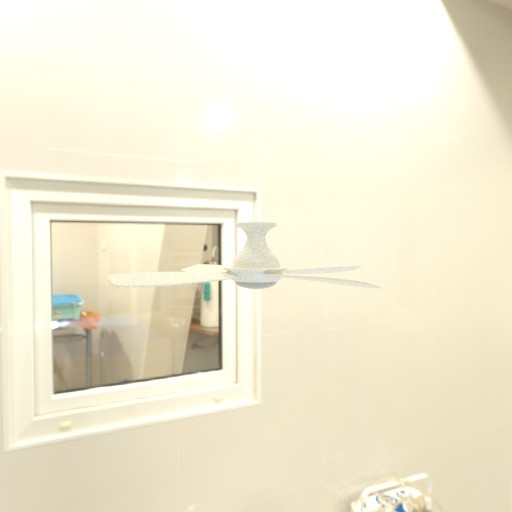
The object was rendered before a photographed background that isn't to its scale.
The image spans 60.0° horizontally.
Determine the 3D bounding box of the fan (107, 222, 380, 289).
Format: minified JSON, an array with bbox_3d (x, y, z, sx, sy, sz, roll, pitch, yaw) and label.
[{"bbox_3d":[0.000,0.000,2.568,1.694,0.382,1.693,-1,2,-36],"label":"fan"}]
